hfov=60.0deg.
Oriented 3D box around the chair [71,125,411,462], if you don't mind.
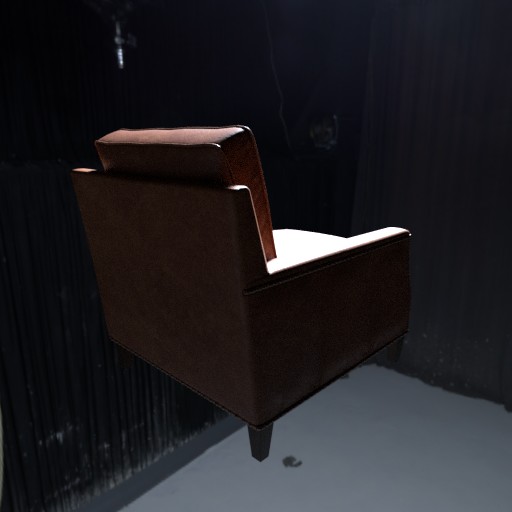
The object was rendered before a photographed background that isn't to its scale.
[{"bbox_3d":[0.000,0.000,1.706,0.853,0.943,1.014,14,21,42],"label":"chair"}]
